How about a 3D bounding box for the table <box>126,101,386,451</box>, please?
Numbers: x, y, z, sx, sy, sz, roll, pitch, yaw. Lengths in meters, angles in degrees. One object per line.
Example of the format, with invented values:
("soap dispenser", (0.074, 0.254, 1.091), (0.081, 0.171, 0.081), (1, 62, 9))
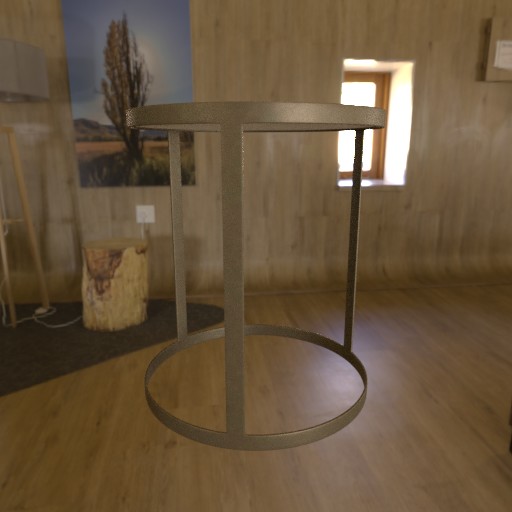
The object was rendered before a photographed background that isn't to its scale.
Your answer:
("table", (0.000, 0.000, 0.919), (0.480, 0.565, 0.480), (0, 14, 0))
